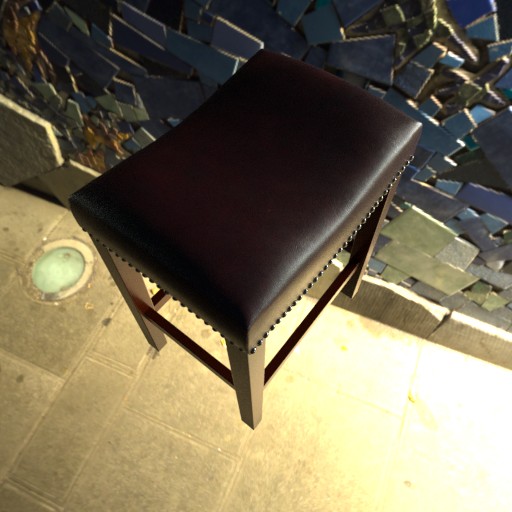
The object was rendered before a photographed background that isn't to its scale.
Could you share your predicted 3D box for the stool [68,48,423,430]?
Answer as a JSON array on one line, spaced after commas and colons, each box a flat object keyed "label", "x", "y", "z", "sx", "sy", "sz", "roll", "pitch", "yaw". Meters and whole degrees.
[{"label": "stool", "x": 0.000, "y": 0.000, "z": 0.978, "sx": 0.372, "sy": 0.657, "sz": 0.504, "roll": 34, "pitch": 64, "yaw": 19}]
